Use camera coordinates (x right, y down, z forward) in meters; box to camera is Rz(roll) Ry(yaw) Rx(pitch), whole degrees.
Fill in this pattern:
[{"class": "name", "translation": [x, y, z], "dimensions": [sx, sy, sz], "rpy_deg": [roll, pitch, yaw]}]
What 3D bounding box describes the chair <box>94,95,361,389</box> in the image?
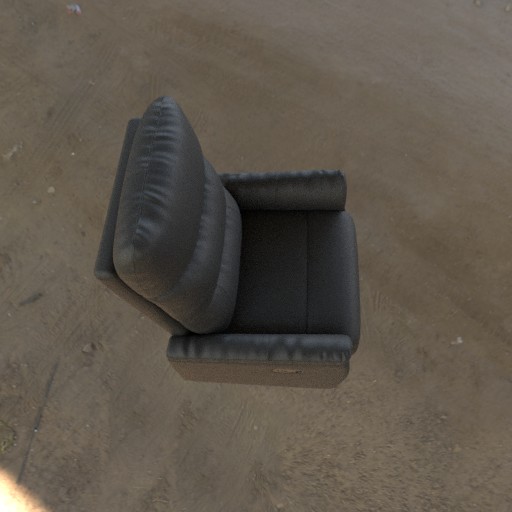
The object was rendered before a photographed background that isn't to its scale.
[{"class": "chair", "translation": [0.000, 0.000, 1.627], "dimensions": [0.831, 1.082, 0.775], "rpy_deg": [3, 65, 1]}]
